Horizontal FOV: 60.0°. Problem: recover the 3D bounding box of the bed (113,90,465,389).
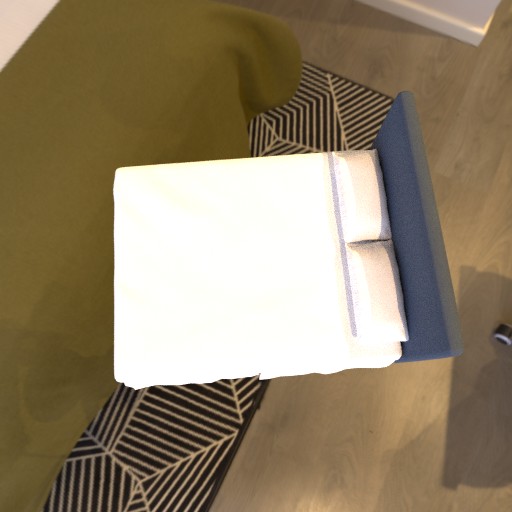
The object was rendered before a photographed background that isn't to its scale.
[{"bbox_3d":[0.000,0.000,3.182,2.162,1.330,1.713,-4,75,-1],"label":"bed"}]
